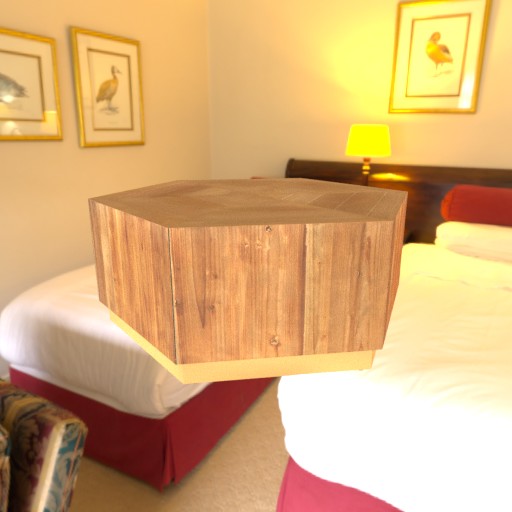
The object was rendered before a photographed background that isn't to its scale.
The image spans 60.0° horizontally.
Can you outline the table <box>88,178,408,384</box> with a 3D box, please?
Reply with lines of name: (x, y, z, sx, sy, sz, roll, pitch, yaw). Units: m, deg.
table: (0.000, 0.000, 1.650, 1.154, 0.456, 1.000, -2, 17, -8)
